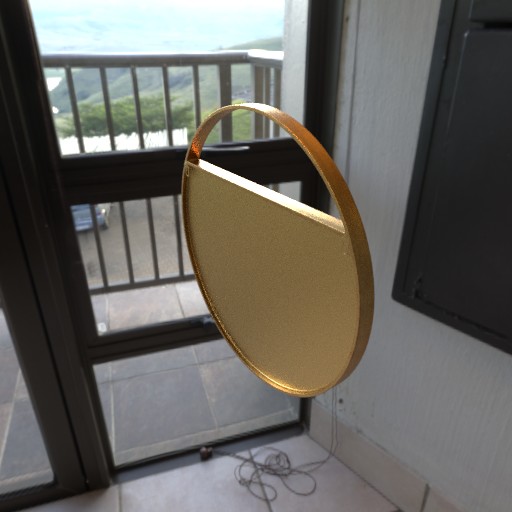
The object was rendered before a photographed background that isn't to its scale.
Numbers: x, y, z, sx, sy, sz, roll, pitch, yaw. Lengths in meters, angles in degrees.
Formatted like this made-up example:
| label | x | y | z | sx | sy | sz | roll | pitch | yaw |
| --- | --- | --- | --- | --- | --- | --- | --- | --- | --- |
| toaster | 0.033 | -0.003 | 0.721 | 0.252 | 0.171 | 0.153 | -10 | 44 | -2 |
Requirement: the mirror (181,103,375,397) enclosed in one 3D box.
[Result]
| label | x | y | z | sx | sy | sz | roll | pitch | yaw |
| --- | --- | --- | --- | --- | --- | --- | --- | --- | --- |
| mirror | 0.000 | 0.000 | 0.869 | 0.032 | 0.565 | 0.565 | -18 | 32 | -31 |
